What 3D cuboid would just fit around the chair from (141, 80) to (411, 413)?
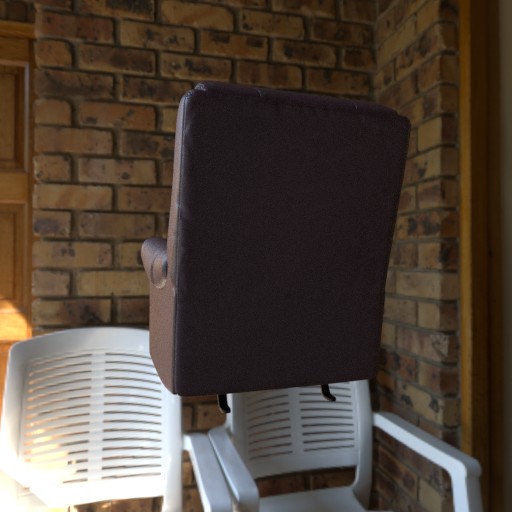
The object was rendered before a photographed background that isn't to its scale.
[{"bbox_3d":[0.000,0.000,1.788,0.838,1.054,1.014,0,-1,-19],"label":"chair"}]
